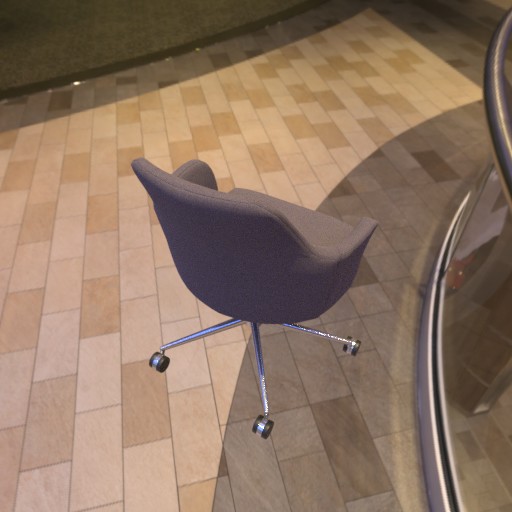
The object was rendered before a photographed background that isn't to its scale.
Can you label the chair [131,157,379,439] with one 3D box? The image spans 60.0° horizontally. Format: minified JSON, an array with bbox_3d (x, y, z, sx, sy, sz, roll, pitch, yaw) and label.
[{"bbox_3d":[0.000,0.000,1.274,0.655,0.820,0.600,23,49,21],"label":"chair"}]
